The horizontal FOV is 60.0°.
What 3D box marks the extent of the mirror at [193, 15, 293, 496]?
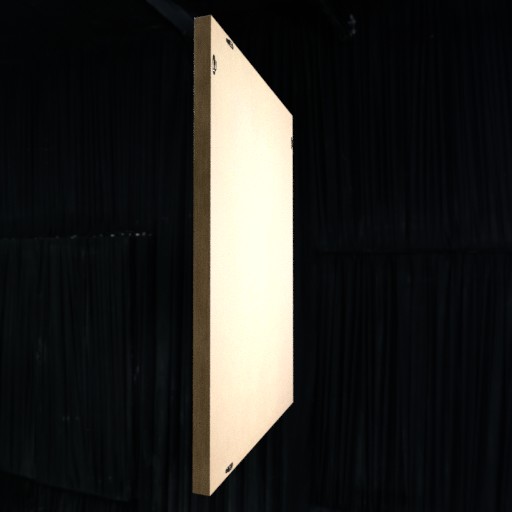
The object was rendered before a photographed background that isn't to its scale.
[{"bbox_3d":[0.000,0.000,1.134,0.041,0.915,0.609,0,-1,20],"label":"mirror"}]
